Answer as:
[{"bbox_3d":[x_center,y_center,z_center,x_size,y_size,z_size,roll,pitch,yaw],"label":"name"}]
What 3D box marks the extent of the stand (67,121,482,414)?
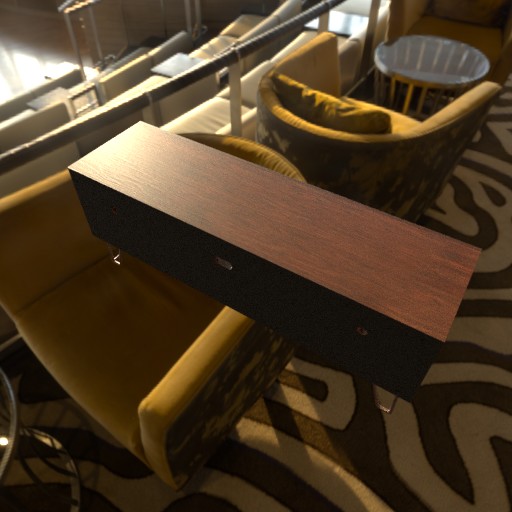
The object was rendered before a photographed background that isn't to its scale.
[{"bbox_3d":[0.000,0.000,1.969,1.626,0.610,0.481,25,52,22],"label":"stand"}]
